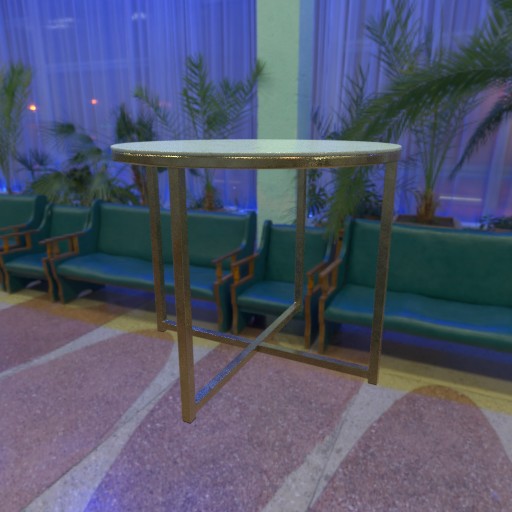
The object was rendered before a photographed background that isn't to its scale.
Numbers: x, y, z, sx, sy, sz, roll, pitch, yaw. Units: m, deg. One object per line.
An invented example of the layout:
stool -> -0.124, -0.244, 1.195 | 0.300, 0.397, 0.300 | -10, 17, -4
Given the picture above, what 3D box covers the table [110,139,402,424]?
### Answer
table -> 0.000, 0.000, 0.857 | 0.500, 0.420, 0.500 | 0, 17, 0
